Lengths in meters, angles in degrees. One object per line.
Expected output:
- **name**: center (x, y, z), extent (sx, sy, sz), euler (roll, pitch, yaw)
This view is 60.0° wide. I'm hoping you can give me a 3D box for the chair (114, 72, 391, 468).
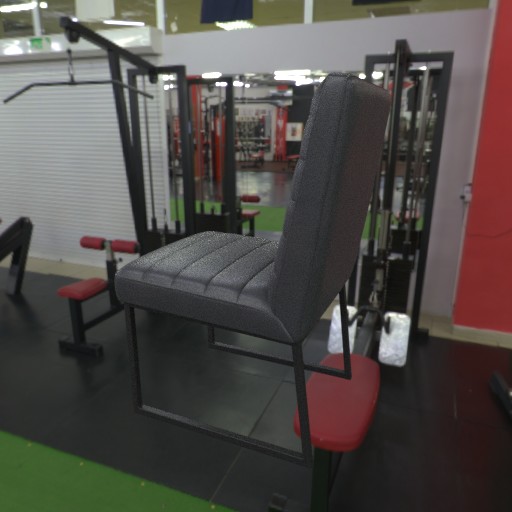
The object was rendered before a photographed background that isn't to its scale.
- **chair**: center (0.000, 0.000, 1.285), extent (0.634, 0.930, 0.520), euler (7, 18, 23)
